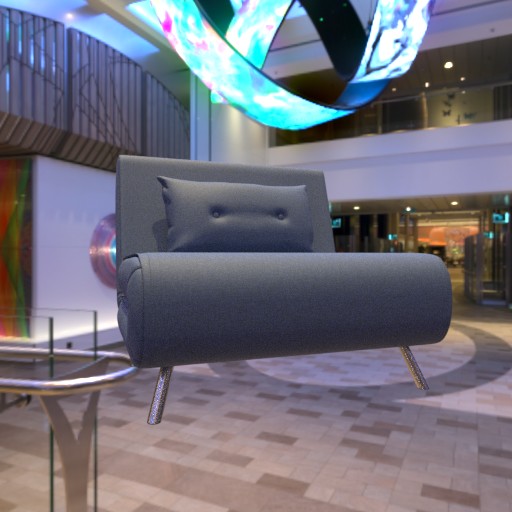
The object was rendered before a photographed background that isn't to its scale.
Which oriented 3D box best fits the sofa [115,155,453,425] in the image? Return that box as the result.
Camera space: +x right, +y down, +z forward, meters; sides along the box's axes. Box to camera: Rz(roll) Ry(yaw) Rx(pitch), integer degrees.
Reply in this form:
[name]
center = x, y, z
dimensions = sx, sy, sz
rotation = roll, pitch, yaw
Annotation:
[sofa]
center = 0.000, 0.000, 1.683
dimensions = 0.999, 0.860, 0.996
rotation = 0, 0, -20
